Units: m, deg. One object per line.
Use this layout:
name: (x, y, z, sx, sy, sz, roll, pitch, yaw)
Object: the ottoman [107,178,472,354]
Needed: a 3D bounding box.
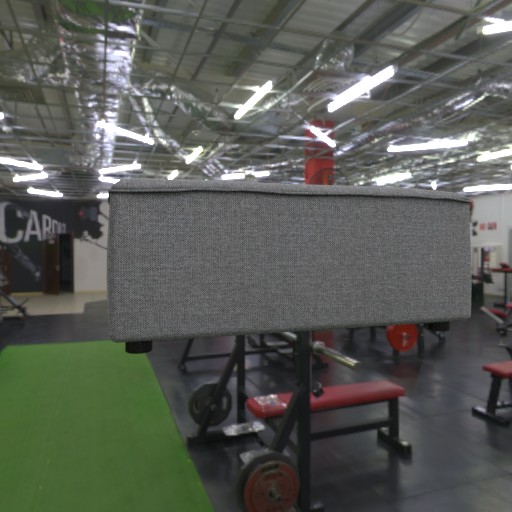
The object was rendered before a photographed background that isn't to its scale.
ottoman: (0.000, 0.000, 1.595, 1.017, 0.423, 1.023, -1, 2, -17)
